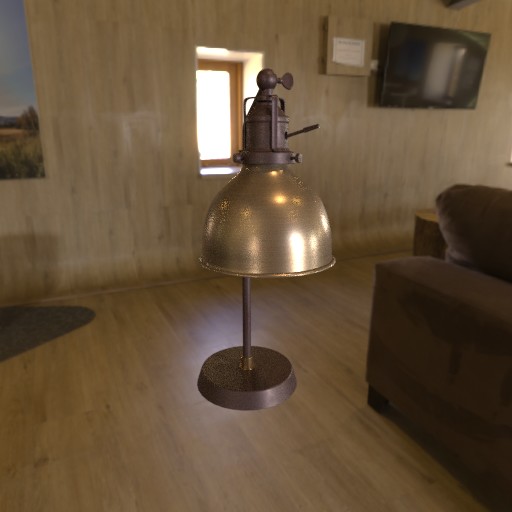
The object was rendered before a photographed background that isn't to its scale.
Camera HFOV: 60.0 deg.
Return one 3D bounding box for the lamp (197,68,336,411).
[{"bbox_3d":[0.000,0.000,0.615,0.175,0.469,0.298,-2,16,-9],"label":"lamp"}]
